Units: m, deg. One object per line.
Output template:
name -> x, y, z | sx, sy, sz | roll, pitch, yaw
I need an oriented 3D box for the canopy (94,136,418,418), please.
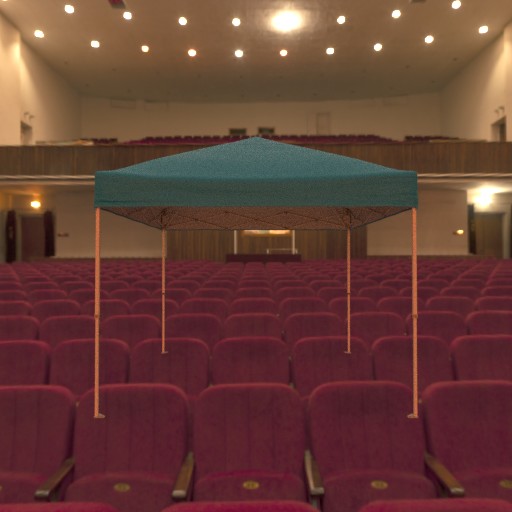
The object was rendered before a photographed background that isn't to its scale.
canopy -> 0.000, 0.000, 5.545 | 2.998, 2.997, 2.996 | 0, -1, 0
